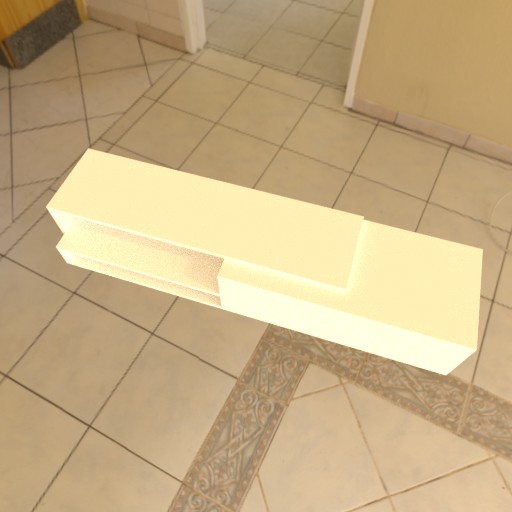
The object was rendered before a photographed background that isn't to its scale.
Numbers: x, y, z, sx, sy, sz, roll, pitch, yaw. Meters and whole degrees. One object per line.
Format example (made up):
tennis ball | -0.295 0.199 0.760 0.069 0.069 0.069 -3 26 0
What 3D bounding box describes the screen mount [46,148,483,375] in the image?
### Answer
screen mount | 0.000 0.000 1.838 1.680 0.320 0.420 15 59 9
